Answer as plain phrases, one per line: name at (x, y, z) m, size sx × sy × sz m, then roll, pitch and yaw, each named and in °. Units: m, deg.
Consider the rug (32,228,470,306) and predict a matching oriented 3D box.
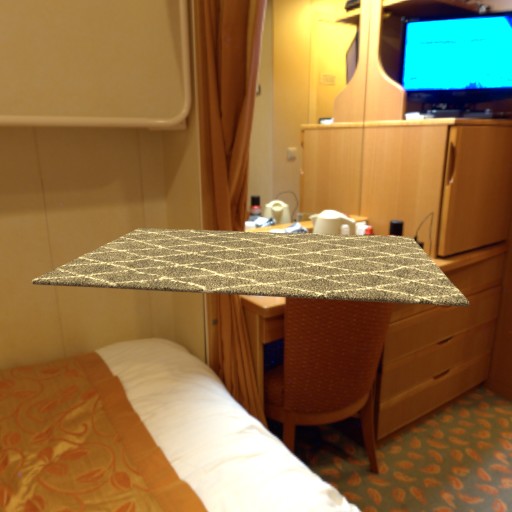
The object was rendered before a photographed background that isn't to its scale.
rug at (0.000, 0.000, 3.573) m, size 2.743 × 0.030 × 1.778 m, roll 2°, pitch 15°, yaw 8°
